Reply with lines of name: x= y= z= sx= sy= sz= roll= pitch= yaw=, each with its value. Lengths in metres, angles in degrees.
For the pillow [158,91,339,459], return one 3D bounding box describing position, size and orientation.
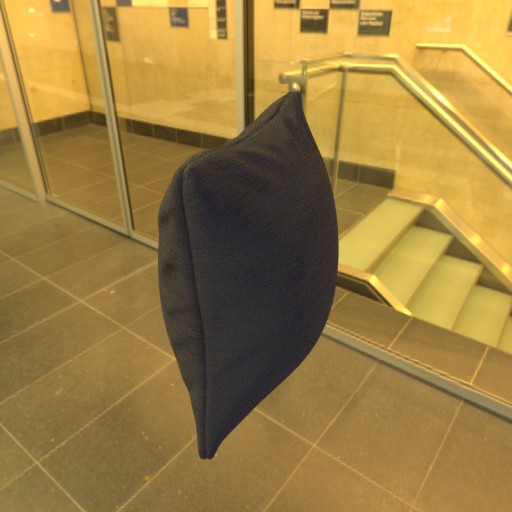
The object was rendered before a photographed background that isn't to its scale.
pillow: x=0.000 y=0.000 z=0.673 sx=0.246 sy=0.414 sz=0.432 roll=9 pitch=31 yaw=16
